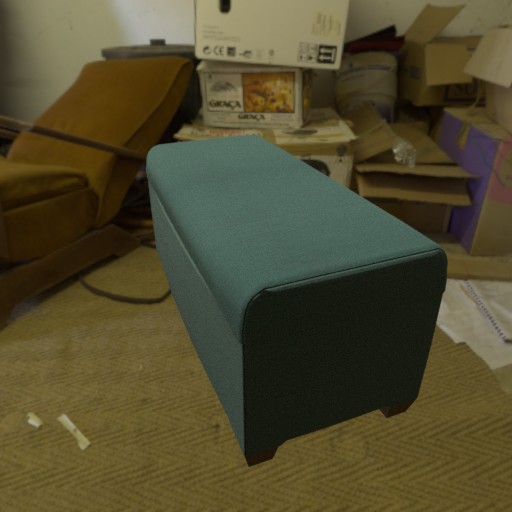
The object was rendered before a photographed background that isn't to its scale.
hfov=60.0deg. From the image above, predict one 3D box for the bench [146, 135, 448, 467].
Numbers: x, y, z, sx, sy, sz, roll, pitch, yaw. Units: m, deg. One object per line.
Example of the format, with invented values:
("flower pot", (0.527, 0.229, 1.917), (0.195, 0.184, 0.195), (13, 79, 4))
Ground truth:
("bench", (0.000, 0.000, 1.281), (0.476, 0.474, 0.995), (-11, 31, -19))
